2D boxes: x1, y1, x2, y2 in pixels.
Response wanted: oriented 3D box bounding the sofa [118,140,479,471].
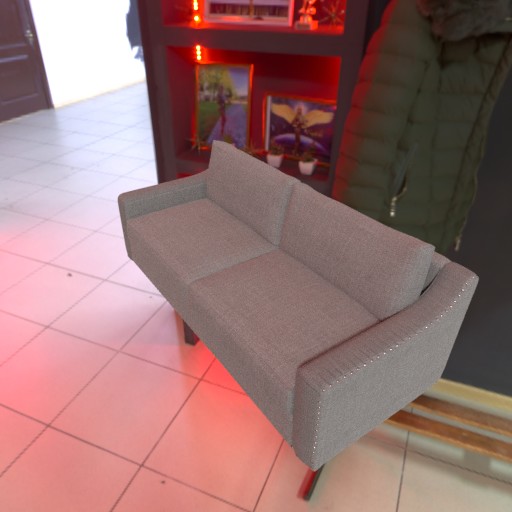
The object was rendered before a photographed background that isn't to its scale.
[{"bbox_3d":[0.000,0.000,2.721,1.000,0.857,2.208,-20,37,-29],"label":"sofa"}]
